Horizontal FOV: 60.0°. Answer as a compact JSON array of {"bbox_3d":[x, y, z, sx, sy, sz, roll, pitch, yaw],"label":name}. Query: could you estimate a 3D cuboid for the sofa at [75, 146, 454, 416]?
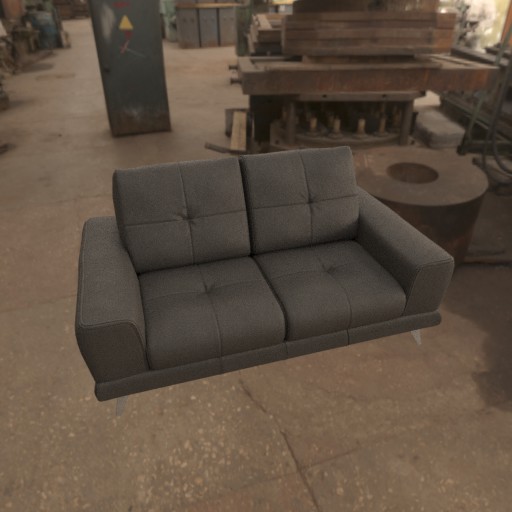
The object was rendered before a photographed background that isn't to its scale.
[{"bbox_3d":[0.000,0.000,2.387,1.806,0.907,1.018,-9,33,-15],"label":"sofa"}]
